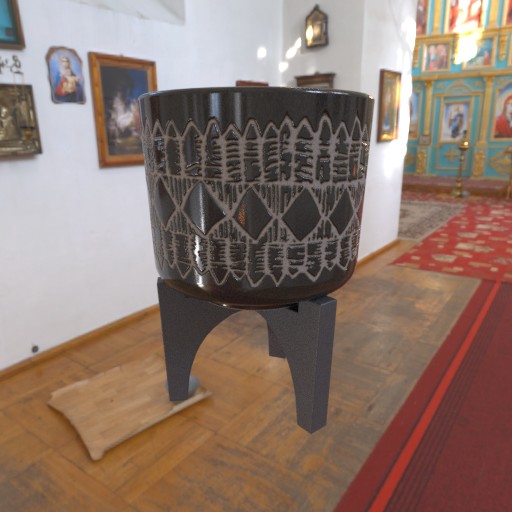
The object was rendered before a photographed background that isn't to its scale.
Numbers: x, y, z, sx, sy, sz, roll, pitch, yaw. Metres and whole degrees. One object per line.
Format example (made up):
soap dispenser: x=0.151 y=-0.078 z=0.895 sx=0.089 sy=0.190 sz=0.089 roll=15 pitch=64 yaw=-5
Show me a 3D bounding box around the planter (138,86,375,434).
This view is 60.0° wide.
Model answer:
planter: x=0.000 y=0.000 z=0.528 sx=0.251 sy=0.355 sz=0.251 roll=-2 pitch=15 yaw=-9
